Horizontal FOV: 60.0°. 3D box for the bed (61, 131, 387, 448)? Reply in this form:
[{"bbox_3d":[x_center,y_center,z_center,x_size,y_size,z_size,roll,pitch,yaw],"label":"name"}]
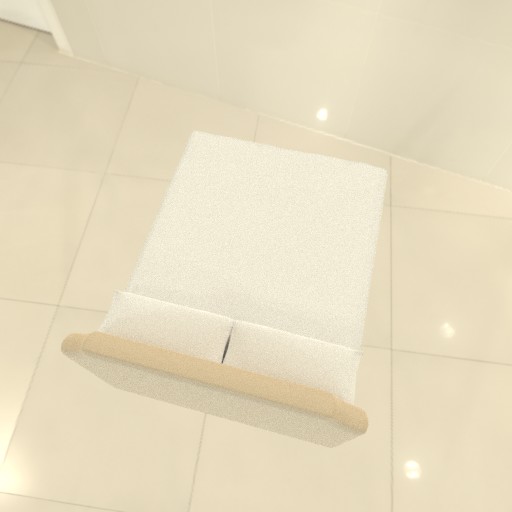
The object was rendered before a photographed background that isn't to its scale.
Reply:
[{"bbox_3d":[0.000,0.000,3.826,2.134,1.524,2.548,13,64,7],"label":"bed"}]
